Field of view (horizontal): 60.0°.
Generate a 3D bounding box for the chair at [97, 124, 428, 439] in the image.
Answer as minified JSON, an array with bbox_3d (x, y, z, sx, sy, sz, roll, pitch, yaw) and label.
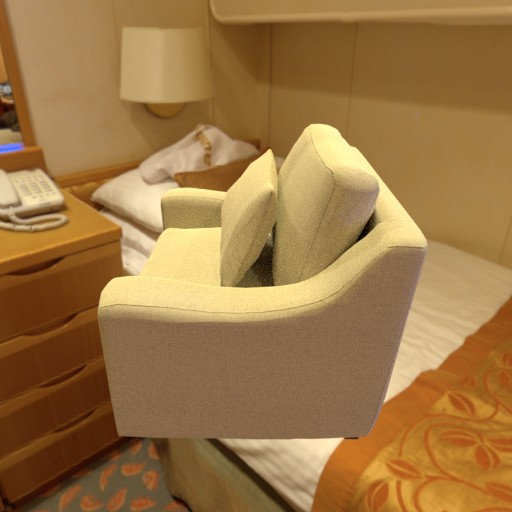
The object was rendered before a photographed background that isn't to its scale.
[{"bbox_3d":[0.000,0.000,1.912,1.009,1.016,1.178,1,27,1],"label":"chair"}]
